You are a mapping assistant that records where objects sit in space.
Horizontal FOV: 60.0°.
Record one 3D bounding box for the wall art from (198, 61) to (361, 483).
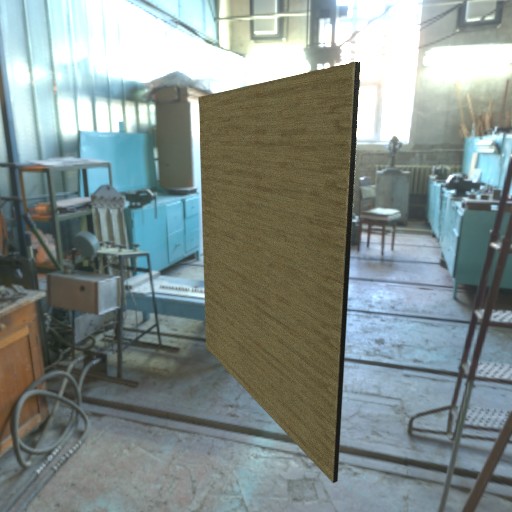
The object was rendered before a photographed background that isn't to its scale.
[{"bbox_3d":[0.000,0.000,0.769,0.009,0.559,0.483,-8,17,-27],"label":"wall art"}]
